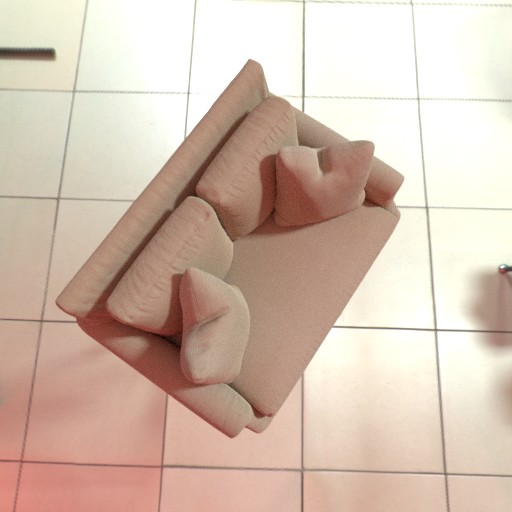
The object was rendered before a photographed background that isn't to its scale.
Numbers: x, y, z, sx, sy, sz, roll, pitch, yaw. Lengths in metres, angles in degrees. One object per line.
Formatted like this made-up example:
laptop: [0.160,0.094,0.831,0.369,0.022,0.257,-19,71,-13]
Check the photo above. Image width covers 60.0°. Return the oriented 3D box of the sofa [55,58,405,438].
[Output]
sofa: [0.000,0.000,2.236,1.070,0.905,1.550,34,78,8]
